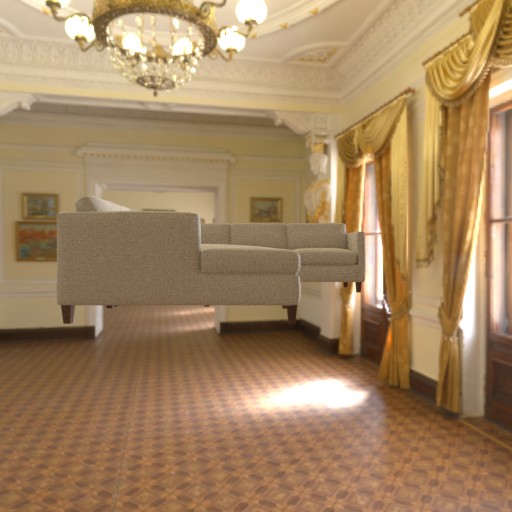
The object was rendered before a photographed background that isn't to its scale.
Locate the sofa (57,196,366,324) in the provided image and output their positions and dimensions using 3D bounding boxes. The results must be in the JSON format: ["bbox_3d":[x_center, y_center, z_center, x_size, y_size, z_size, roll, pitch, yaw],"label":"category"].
[{"bbox_3d":[0.000,0.000,4.388,2.551,0.853,3.238,0,0,1],"label":"sofa"}]
